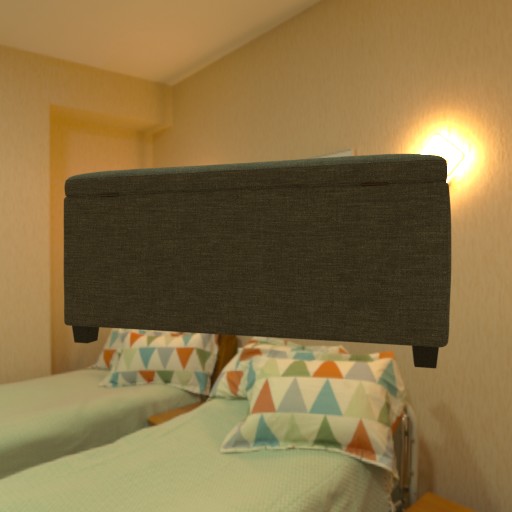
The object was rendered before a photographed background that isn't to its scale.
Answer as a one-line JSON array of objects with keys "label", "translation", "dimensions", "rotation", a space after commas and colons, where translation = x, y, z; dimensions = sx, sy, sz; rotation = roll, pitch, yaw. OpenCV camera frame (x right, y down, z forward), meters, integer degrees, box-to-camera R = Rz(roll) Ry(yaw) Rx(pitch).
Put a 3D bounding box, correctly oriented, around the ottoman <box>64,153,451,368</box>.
[{"label": "ottoman", "translation": [0.000, 0.000, 1.153], "dimensions": [0.902, 0.432, 0.419], "rotation": [0, 1, 17]}]
